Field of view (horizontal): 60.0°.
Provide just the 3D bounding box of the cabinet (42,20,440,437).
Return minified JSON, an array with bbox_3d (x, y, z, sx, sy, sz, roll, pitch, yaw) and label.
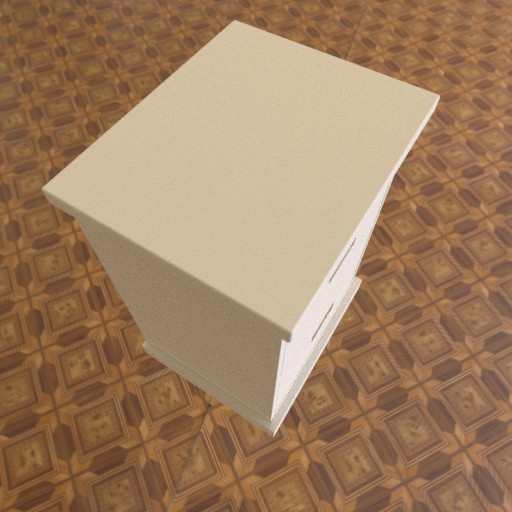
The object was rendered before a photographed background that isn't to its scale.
[{"bbox_3d":[0.000,0.000,1.020,0.431,0.723,0.520,28,62,16],"label":"cabinet"}]
